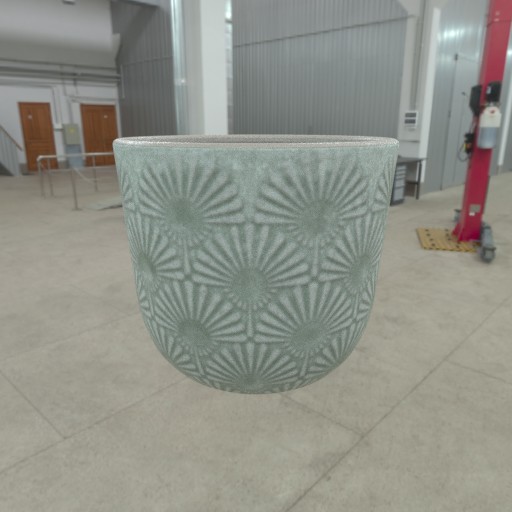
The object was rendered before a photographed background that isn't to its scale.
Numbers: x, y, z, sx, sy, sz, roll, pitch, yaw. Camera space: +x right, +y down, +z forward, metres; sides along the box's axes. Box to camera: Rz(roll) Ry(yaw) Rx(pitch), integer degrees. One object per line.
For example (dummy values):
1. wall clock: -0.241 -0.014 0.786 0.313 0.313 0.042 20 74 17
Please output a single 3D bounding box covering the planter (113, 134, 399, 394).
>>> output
1. planter: 0.000 0.000 0.295 0.170 0.152 0.170 0 17 0
